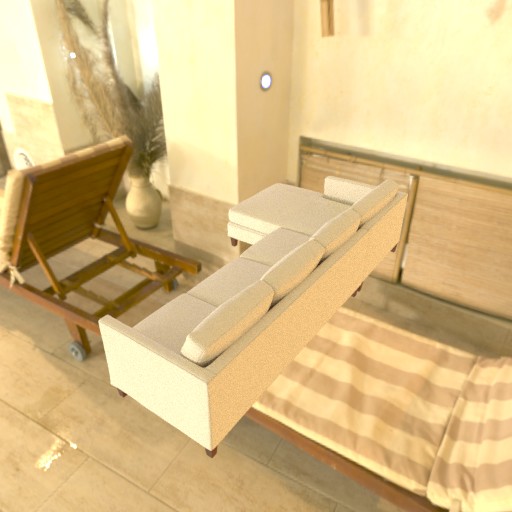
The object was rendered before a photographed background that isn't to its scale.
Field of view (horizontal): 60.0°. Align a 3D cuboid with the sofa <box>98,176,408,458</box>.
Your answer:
[{"bbox_3d":[0.000,0.000,3.991,1.625,0.846,3.186,20,36,30],"label":"sofa"}]
